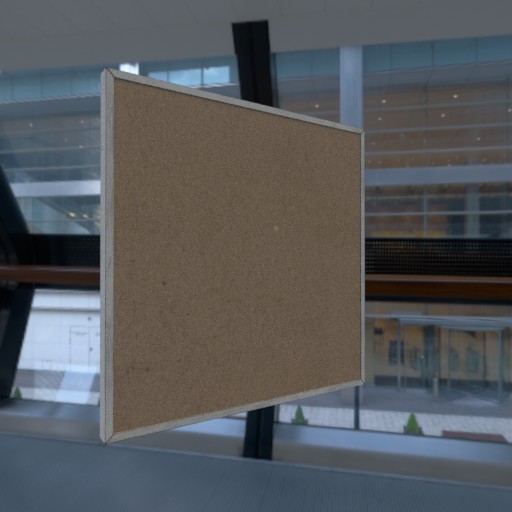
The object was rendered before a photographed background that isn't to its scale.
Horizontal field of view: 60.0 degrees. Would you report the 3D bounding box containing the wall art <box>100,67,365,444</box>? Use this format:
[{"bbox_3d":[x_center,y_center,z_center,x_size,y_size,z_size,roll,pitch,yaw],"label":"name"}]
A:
[{"bbox_3d":[0.000,0.000,1.125,0.762,0.762,0.038,0,0,-34],"label":"wall art"}]
